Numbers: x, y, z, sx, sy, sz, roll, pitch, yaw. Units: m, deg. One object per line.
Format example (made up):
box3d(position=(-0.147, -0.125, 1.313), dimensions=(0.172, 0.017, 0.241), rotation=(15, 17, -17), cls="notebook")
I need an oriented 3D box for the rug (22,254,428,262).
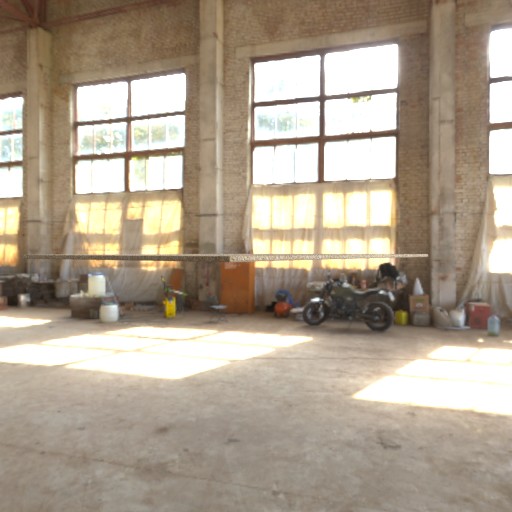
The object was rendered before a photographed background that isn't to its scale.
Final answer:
box3d(position=(0.000, 0.000, 3.430), dimensions=(1.800, 0.025, 2.699), rotation=(0, 1, 37), cls="rug")
